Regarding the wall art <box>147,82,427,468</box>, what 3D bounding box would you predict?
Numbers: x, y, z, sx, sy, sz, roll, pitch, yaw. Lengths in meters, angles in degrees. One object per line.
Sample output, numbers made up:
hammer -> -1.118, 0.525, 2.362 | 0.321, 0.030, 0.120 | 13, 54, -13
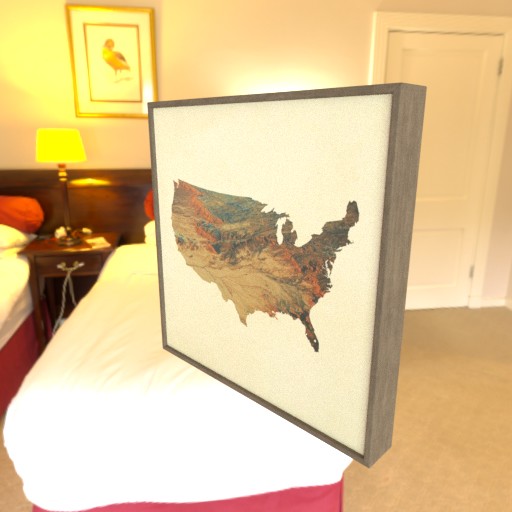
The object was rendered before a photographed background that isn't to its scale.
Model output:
wall art -> 0.000, 0.000, 0.444 | 0.303, 0.302, 0.038 | 15, 22, 42
